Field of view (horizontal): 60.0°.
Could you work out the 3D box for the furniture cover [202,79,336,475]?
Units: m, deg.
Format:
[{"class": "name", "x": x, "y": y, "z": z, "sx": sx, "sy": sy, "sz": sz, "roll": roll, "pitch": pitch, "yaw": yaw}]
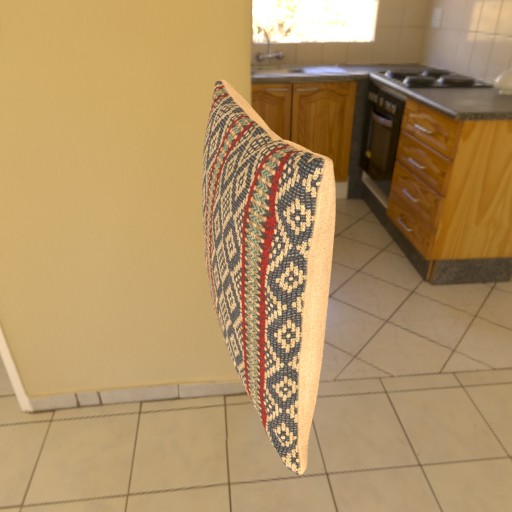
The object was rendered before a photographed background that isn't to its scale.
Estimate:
[{"class": "furniture cover", "x": 0.000, "y": 0.000, "z": 0.656, "sx": 0.139, "sy": 0.431, "sz": 0.431, "roll": -8, "pitch": 31, "yaw": -14}]
